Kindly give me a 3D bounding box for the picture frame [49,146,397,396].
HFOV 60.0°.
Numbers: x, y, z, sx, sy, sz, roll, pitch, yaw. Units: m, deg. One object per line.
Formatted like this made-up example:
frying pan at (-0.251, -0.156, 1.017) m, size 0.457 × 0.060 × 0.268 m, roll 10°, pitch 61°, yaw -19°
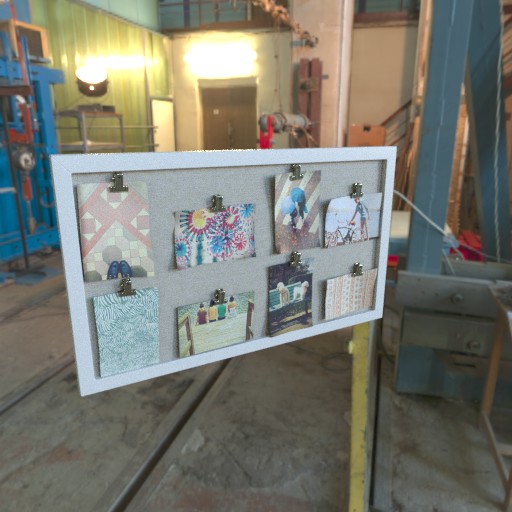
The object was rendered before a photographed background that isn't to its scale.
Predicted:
picture frame at (0.000, 0.000, 0.812) m, size 0.647 × 0.379 × 0.044 m, roll -9°, pitch 18°, yaw -27°
